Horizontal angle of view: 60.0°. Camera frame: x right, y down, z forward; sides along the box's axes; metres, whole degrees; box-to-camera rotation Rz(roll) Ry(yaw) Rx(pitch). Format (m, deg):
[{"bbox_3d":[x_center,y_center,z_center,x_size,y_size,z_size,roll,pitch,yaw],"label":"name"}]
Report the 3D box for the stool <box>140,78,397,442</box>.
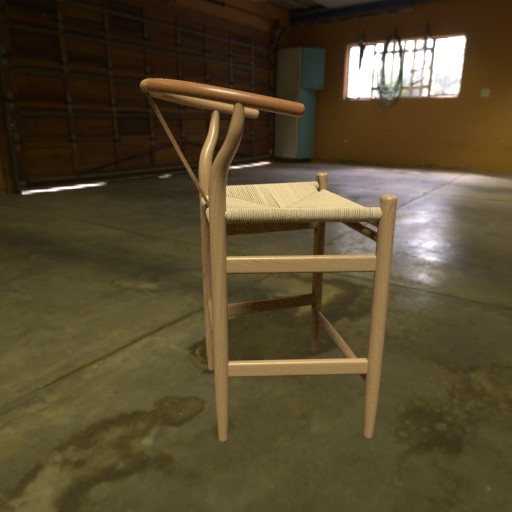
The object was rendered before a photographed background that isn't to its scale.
[{"bbox_3d":[0.000,0.000,1.263,0.575,0.923,0.536,-3,17,-10],"label":"stool"}]
